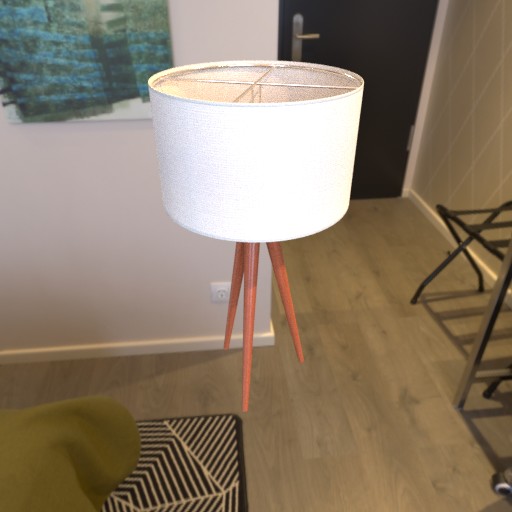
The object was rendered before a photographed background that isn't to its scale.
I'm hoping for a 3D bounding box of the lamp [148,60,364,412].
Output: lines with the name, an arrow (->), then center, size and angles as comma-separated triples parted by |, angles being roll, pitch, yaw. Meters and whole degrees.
lamp -> 0.000, 0.000, 0.933 | 0.355, 0.709, 0.354 | -21, 38, -30
